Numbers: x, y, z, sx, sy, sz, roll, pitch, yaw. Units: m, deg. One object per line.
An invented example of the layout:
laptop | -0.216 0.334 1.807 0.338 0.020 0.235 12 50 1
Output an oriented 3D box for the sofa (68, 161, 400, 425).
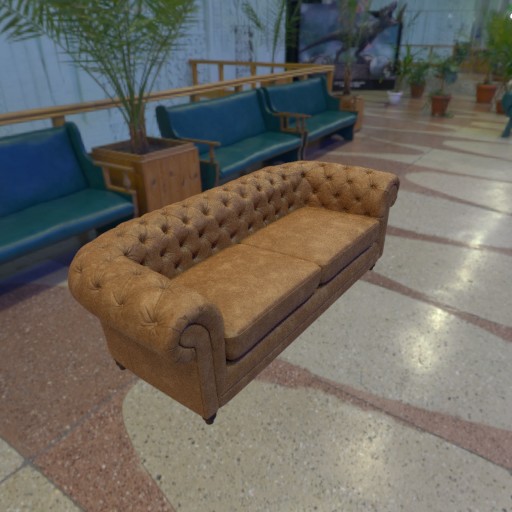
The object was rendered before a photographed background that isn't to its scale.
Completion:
sofa | 0.000 0.000 2.835 0.989 0.760 2.365 19 33 32
